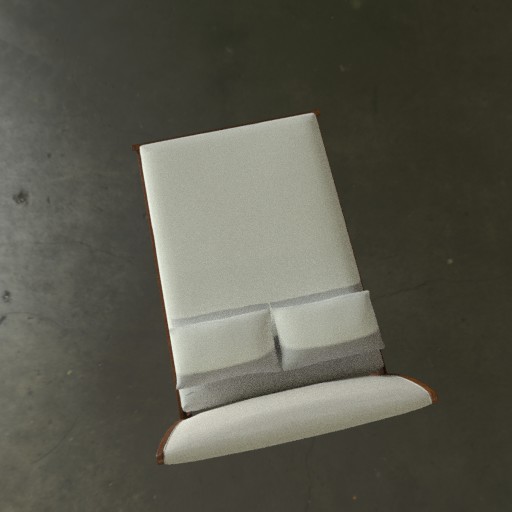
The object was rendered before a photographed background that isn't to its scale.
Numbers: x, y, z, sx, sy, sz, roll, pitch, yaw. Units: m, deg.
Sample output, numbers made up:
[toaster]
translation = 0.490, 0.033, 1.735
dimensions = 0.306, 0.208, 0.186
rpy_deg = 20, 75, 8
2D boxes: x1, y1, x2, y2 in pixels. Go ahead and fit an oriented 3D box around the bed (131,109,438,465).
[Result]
[bed]
translation = 0.000, 0.000, 3.249
dimensions = 1.612, 1.250, 2.380
rpy_deg = -12, 76, -3
